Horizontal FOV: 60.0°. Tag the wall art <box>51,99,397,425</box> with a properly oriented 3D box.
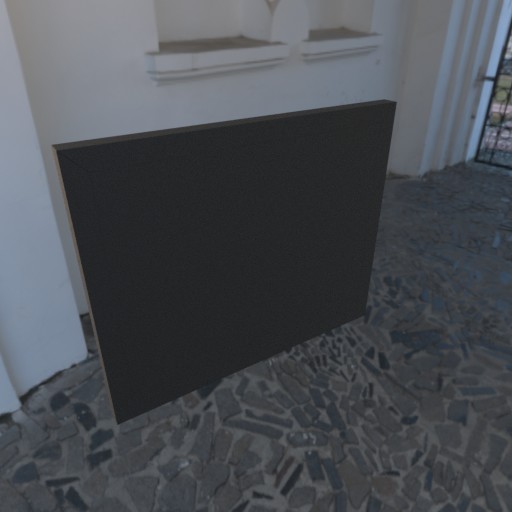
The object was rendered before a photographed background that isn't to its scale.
[{"bbox_3d":[0.000,0.000,0.758,0.558,0.457,0.029,-17,34,-28],"label":"wall art"}]
